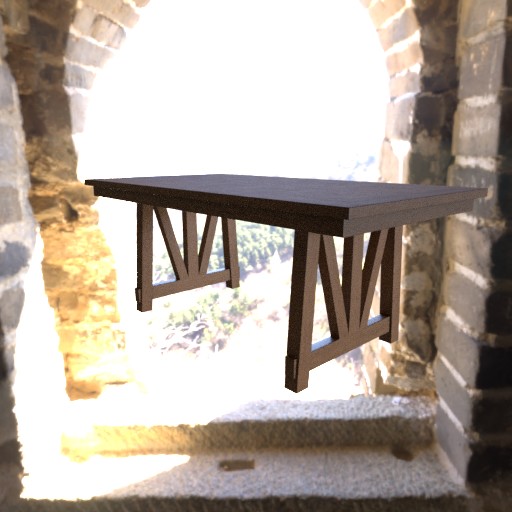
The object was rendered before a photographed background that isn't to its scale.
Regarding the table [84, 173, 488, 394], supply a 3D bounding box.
[{"bbox_3d":[0.000,0.000,2.356,1.016,0.768,1.881,-12,18,-41],"label":"table"}]
